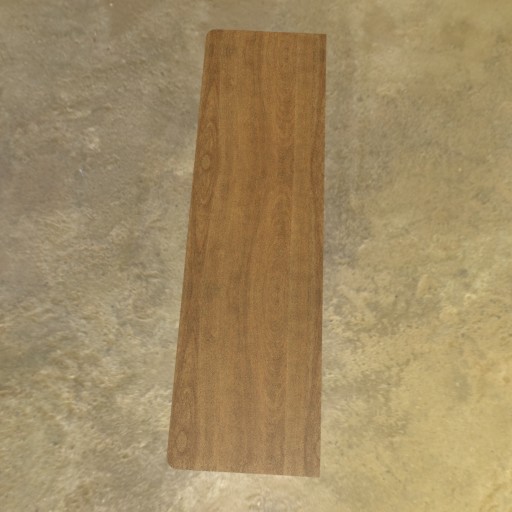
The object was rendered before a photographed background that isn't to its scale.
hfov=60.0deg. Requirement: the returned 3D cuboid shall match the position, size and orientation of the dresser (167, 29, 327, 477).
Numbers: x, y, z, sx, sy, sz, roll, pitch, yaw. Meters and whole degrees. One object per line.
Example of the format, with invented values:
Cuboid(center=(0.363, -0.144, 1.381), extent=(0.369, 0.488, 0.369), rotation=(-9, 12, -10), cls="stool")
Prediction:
Cuboid(center=(0.000, 0.000, 1.964), extent=(0.468, 0.892, 1.583), rotation=(3, 76, 1), cls="dresser")
